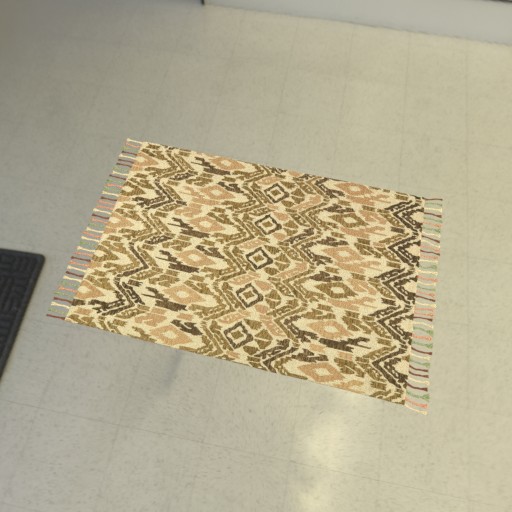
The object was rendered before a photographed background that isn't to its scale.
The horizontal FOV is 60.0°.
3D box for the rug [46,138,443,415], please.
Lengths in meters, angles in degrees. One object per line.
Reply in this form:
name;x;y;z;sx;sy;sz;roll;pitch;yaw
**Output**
rug;0.000;0.000;3.017;2.438;0.008;1.524;12;66;6
